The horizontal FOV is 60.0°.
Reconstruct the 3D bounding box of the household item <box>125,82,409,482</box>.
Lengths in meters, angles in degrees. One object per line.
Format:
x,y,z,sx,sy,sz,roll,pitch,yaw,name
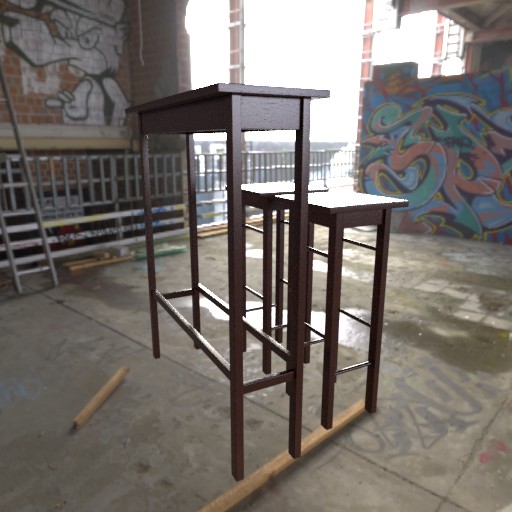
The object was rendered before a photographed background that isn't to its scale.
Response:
0.000,0.000,1.635,0.676,1.067,0.914,-8,16,-27,household item
